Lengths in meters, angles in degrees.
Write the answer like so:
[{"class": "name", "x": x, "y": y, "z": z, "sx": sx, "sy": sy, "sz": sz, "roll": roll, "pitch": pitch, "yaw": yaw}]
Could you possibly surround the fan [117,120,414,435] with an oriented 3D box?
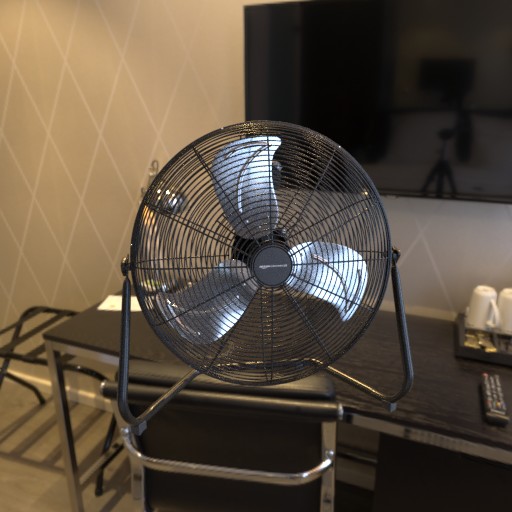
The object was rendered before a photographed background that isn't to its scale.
[{"class": "fan", "x": 0.000, "y": 0.000, "z": 1.031, "sx": 0.595, "sy": 0.605, "sz": 0.470, "roll": -2, "pitch": 18, "yaw": -7}]
